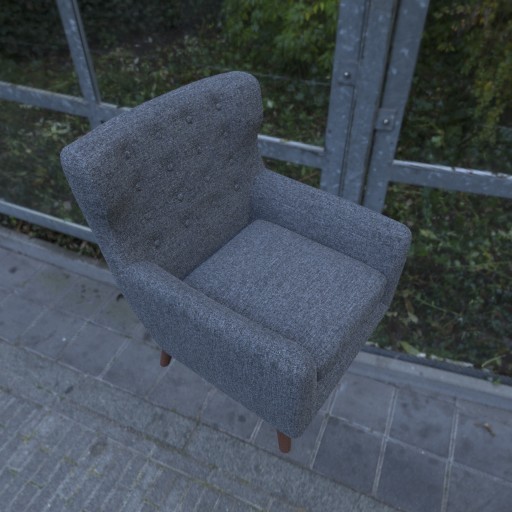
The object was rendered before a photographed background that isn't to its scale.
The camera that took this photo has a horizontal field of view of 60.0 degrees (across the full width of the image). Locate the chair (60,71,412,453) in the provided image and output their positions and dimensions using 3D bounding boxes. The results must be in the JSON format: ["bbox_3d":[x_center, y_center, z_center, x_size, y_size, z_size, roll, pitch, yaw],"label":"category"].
[{"bbox_3d":[0.000,0.000,1.718,0.940,1.039,0.889,26,48,26],"label":"chair"}]
